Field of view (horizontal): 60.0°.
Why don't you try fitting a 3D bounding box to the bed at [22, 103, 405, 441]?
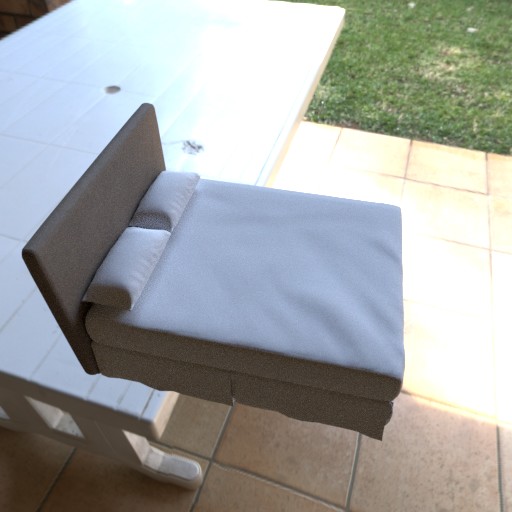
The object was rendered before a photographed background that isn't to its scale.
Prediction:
[{"bbox_3d":[0.000,0.000,3.139,2.142,1.330,1.723,9,47,9],"label":"bed"}]
